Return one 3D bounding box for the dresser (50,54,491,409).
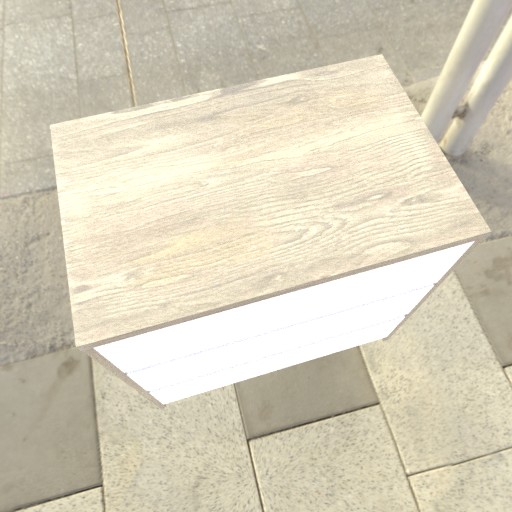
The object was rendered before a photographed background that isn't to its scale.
[{"bbox_3d":[0.000,0.000,1.274,0.809,0.762,0.529,-15,64,-7],"label":"dresser"}]
